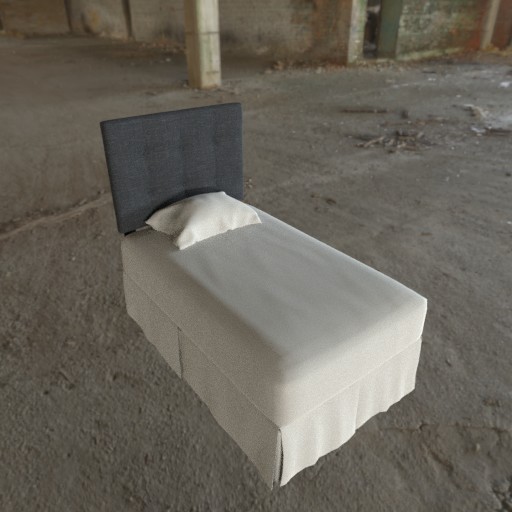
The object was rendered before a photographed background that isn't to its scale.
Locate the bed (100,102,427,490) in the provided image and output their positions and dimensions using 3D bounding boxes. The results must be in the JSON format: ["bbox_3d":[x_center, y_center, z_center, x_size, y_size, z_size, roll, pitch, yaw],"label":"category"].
[{"bbox_3d":[0.000,0.000,2.949,1.261,1.571,1.997,-21,35,-32],"label":"bed"}]
